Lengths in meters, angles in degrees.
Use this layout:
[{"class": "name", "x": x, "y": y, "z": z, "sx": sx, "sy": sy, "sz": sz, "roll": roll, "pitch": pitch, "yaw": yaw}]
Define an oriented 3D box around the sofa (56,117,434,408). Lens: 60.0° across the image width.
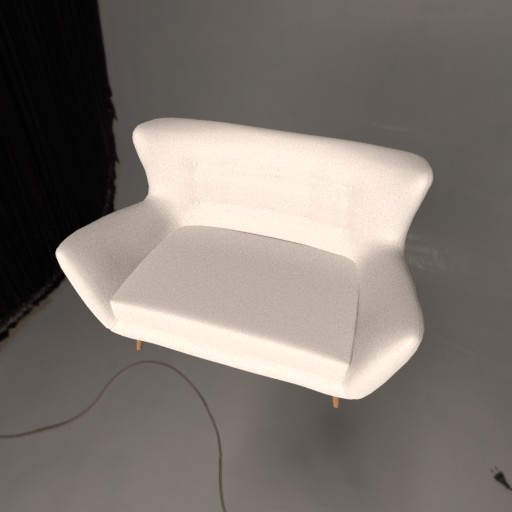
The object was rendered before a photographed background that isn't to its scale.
[{"class": "sofa", "x": 0.000, "y": 0.000, "z": 2.005, "sx": 1.424, "sy": 0.878, "sz": 0.921, "roll": 12, "pitch": 42, "yaw": 14}]
